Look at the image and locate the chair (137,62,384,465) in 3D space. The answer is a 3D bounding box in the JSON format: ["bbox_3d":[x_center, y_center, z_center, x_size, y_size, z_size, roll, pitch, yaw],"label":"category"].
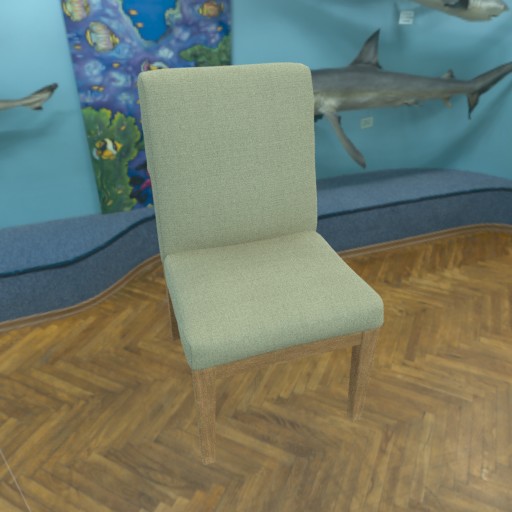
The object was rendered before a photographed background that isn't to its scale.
[{"bbox_3d":[0.000,0.000,1.235,0.507,0.911,0.586,-10,33,-15],"label":"chair"}]
